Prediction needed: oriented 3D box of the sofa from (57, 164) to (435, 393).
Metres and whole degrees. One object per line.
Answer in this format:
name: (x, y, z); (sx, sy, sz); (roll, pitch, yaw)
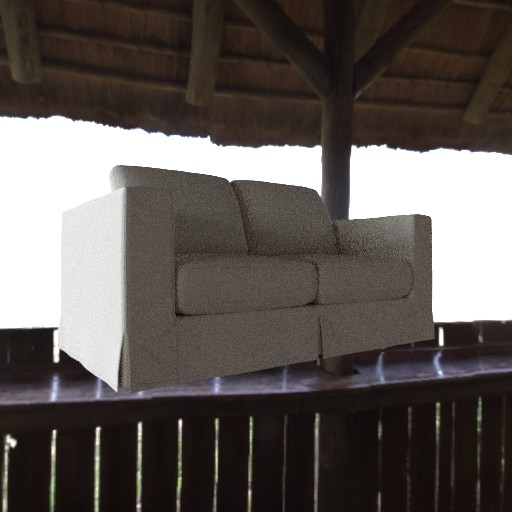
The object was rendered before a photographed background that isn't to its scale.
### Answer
sofa: (0.000, 0.000, 2.400); (1.813, 0.932, 1.009); (0, 0, -35)
